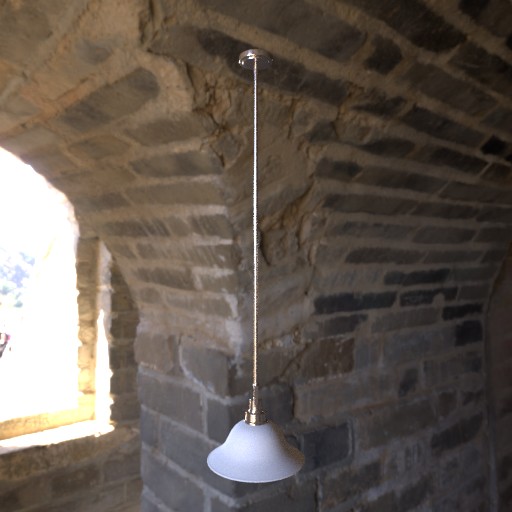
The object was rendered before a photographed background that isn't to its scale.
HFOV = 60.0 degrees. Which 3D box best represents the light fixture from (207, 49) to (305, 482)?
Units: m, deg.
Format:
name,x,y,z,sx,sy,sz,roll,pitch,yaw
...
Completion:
name,x,y,z,sx,sy,sz,roll,pitch,yaw
light fixture,0.000,0.000,1.493,0.324,1.354,0.324,0,-1,0
